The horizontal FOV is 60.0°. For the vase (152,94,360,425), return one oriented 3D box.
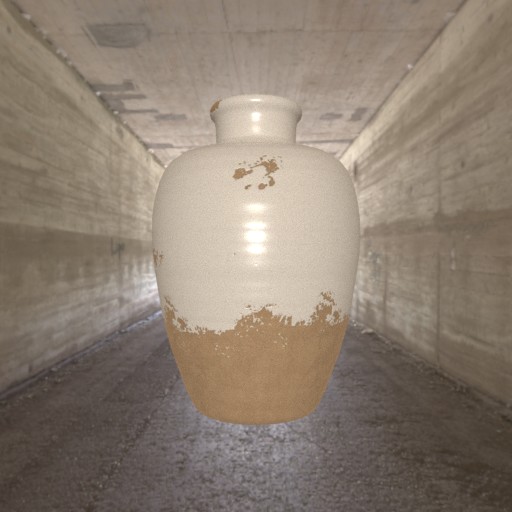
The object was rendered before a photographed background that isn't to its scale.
[{"bbox_3d":[0.000,0.000,0.345,0.158,0.228,0.158,0,1,0],"label":"vase"}]
